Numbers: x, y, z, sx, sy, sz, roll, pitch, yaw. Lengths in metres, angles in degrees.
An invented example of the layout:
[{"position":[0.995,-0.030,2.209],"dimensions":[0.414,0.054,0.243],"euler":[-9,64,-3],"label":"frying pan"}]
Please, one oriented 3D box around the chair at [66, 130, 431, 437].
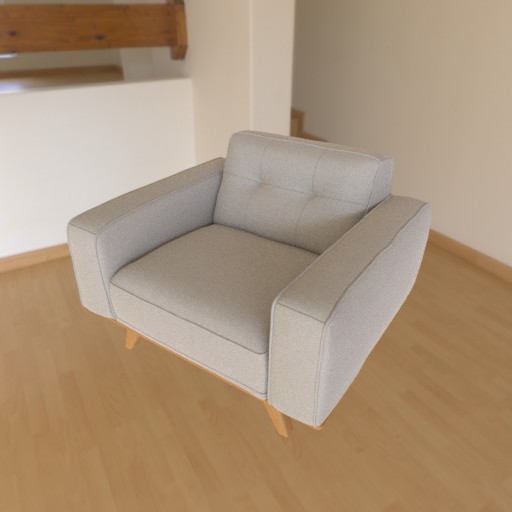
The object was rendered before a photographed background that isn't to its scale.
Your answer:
[{"position":[0.000,0.000,1.783],"dimensions":[1.115,0.779,0.953],"euler":[19,35,30],"label":"chair"}]
